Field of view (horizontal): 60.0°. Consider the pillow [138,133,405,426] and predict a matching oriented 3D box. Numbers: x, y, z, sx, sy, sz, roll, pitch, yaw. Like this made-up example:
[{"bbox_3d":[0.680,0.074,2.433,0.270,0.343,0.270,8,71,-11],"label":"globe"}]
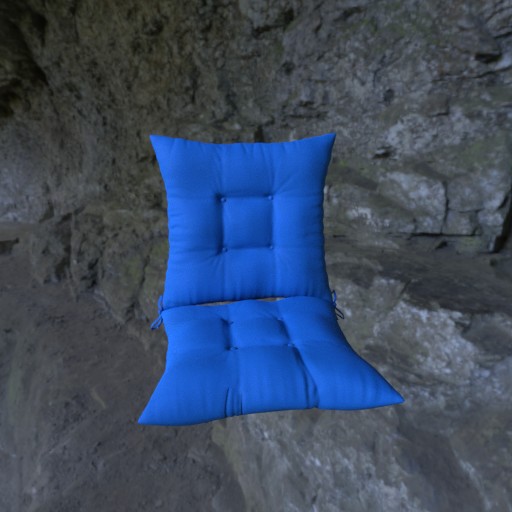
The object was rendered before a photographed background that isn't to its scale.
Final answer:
[{"bbox_3d":[0.000,0.000,1.033,0.541,0.536,0.585,-2,17,-7],"label":"pillow"}]
